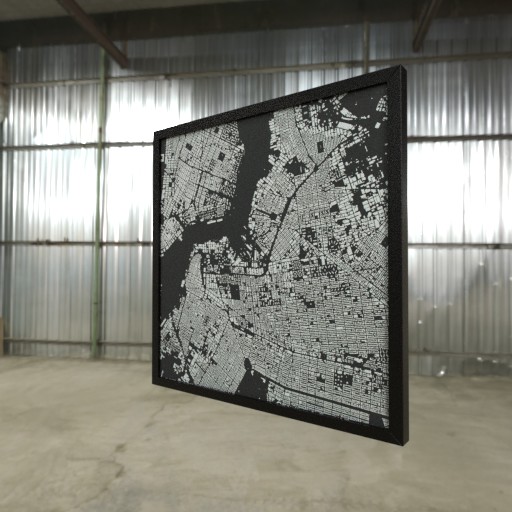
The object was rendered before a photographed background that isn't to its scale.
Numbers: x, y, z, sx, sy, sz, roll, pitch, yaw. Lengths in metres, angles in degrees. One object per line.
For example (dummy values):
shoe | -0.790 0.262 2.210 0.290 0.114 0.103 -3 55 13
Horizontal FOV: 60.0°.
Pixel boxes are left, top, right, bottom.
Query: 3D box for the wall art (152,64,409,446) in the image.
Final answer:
wall art | 0.000 0.000 1.122 0.755 0.761 0.038 -1 -1 37
